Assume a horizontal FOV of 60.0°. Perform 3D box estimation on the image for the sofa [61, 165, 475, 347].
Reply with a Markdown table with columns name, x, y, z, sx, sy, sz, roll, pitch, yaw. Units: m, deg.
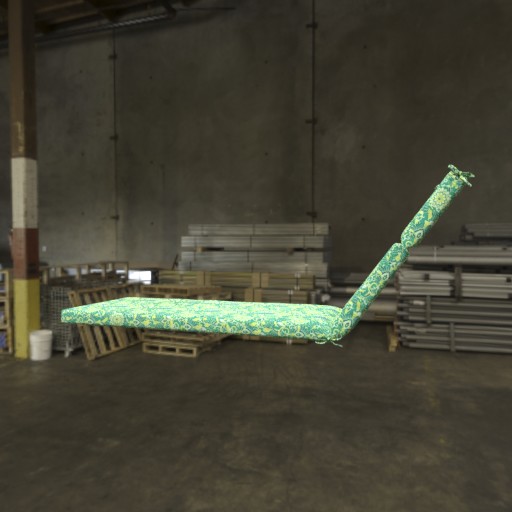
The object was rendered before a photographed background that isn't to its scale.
| name | x | y | z | sx | sy | sz | roll | pitch | yaw |
| --- | --- | --- | --- | --- | --- | --- | --- | --- | --- |
| sofa | 0.000 | 0.000 | 1.938 | 1.663 | 0.622 | 0.582 | 0 | 2 | 18 |
